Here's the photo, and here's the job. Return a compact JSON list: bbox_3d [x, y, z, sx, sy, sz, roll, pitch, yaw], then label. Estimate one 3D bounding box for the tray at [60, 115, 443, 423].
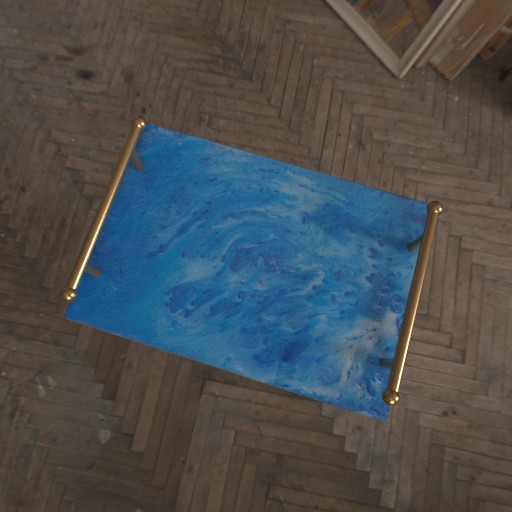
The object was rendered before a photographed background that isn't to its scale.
[{"bbox_3d":[0.000,0.000,0.583,0.444,0.084,0.304,17,77,4],"label":"tray"}]
